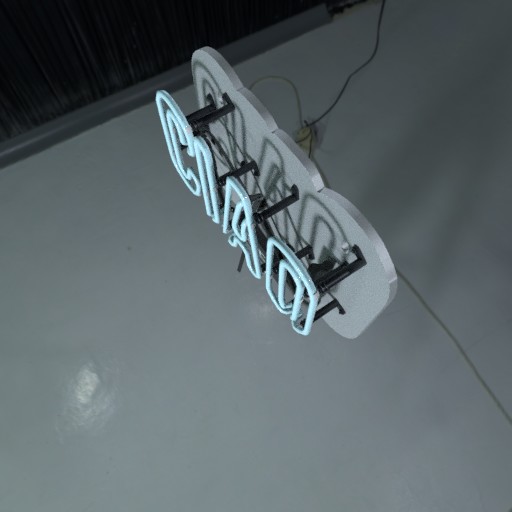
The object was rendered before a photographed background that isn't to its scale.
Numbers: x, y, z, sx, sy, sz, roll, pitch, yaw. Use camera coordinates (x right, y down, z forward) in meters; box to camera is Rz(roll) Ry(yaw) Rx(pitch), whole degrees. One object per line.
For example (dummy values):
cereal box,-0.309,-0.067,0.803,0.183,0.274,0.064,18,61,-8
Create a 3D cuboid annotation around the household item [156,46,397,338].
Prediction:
household item,0.000,0.000,0.378,0.042,0.294,0.211,-32,69,-13
